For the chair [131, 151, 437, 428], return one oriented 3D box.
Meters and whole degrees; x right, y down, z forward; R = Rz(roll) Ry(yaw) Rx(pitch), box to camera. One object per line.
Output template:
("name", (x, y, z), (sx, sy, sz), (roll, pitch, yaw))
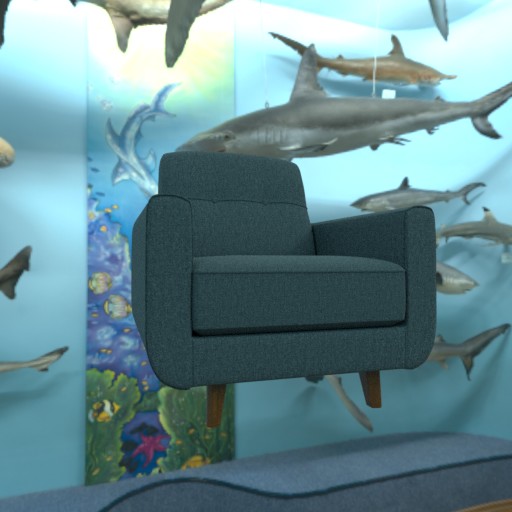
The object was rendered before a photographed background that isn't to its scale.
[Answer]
("chair", (0.000, 0.000, 1.681), (0.880, 0.940, 0.964), (0, -1, -18))
